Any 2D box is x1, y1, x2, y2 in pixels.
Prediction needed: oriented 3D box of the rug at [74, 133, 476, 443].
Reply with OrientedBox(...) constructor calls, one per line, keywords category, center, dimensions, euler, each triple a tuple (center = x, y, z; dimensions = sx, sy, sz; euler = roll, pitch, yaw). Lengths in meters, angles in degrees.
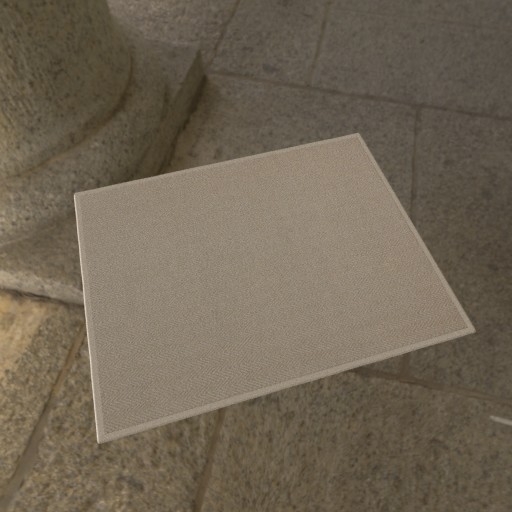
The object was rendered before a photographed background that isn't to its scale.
OrientedBox(category="rug", center=(0.000, 0.000, 3.998), dimensions=(3.051, 0.020, 2.407), euler=(-14, 59, -9))
